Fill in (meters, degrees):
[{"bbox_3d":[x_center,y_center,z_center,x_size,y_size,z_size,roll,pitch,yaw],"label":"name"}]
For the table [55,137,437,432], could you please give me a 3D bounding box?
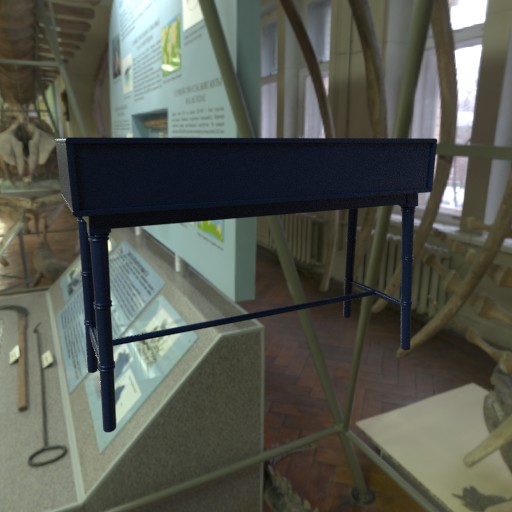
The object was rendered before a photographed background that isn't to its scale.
[{"bbox_3d":[0.000,0.000,1.459,1.118,0.749,0.399,-7,16,-26],"label":"table"}]
